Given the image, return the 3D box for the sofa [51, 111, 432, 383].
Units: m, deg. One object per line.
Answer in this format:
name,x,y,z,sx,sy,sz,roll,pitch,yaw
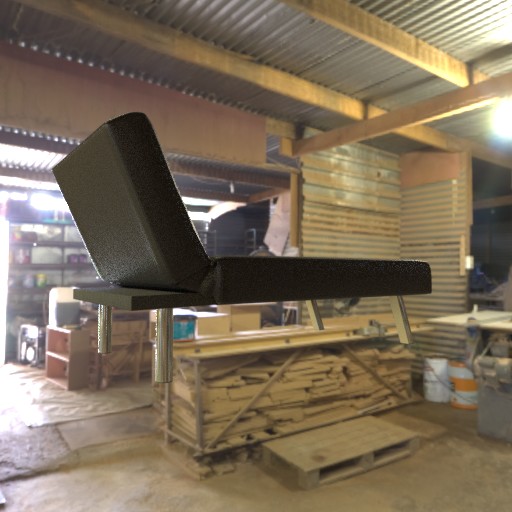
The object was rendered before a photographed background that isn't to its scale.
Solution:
sofa,0.000,0.000,1.976,1.560,0.820,0.760,1,-2,-36
